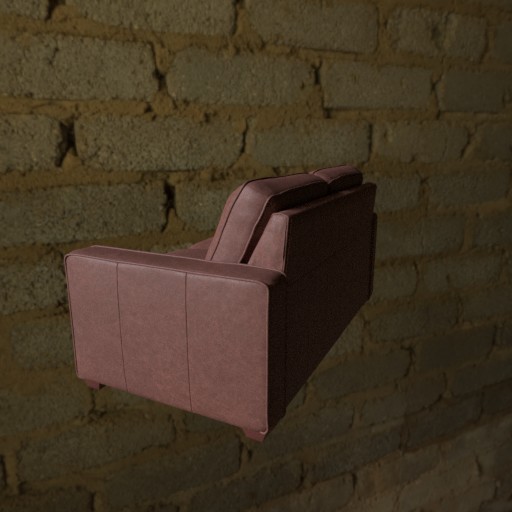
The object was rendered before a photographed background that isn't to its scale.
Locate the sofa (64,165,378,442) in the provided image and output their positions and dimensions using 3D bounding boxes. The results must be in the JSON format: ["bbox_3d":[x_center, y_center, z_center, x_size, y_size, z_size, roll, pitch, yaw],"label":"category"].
[{"bbox_3d":[0.000,0.000,2.357,0.947,0.918,1.709,7,16,25],"label":"sofa"}]
